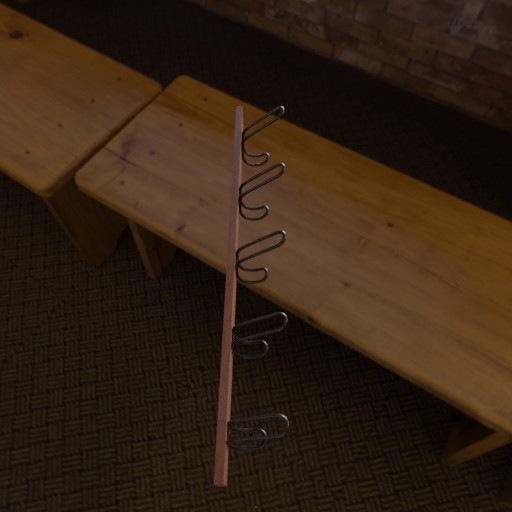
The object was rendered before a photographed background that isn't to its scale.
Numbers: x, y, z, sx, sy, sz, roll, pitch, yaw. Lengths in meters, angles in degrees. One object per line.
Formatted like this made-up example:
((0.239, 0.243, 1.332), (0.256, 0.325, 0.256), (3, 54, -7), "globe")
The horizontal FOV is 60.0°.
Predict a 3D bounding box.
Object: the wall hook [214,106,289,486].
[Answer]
((0.000, 0.000, 0.603), (0.076, 0.116, 0.554), (1, 60, 1), "wall hook")
